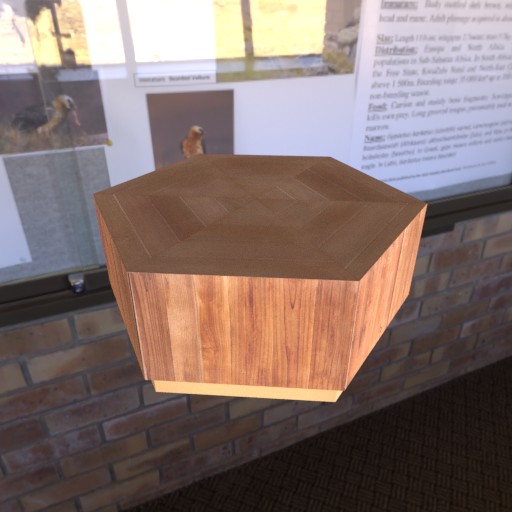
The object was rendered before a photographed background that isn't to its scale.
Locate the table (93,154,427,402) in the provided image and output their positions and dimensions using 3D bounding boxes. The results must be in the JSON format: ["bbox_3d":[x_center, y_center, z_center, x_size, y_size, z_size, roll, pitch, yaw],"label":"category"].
[{"bbox_3d":[0.000,0.000,1.638,1.000,0.456,1.154,19,35,29],"label":"table"}]
